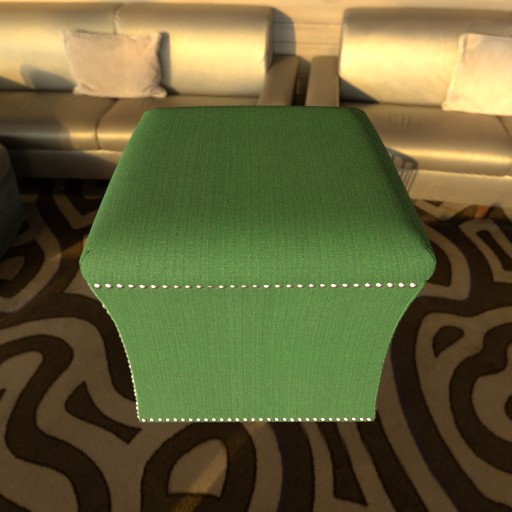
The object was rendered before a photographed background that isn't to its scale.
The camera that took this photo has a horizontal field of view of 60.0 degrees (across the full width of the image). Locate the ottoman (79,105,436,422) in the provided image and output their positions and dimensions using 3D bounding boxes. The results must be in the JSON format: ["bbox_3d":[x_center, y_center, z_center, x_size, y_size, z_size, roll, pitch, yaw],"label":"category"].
[{"bbox_3d":[0.000,0.000,0.895,0.497,0.475,0.507,0,41,0],"label":"ottoman"}]
